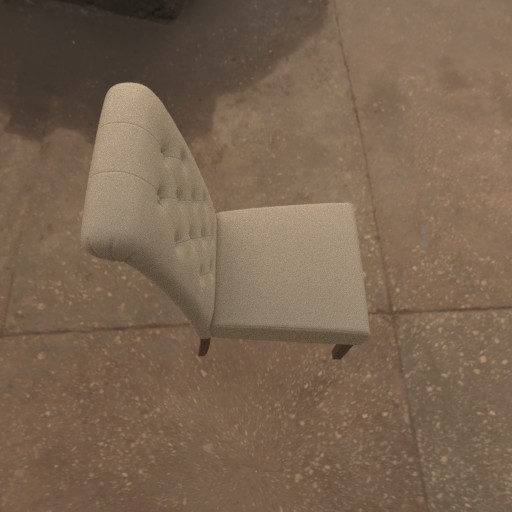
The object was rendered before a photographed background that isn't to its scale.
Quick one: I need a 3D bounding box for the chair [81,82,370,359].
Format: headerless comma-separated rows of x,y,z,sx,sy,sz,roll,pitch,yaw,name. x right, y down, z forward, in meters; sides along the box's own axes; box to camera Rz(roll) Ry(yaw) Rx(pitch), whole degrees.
0.000,0.000,1.327,0.671,1.006,0.456,-1,64,0,chair
